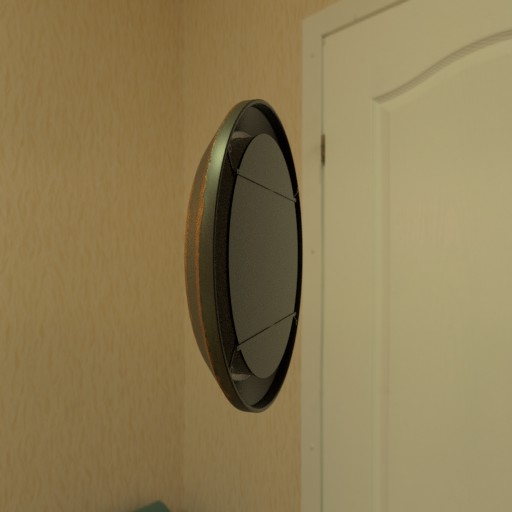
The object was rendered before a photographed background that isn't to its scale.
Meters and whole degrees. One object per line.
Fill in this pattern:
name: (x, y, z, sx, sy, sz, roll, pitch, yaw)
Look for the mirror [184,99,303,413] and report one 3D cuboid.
mirror: (0.000, 0.000, 1.367, 0.111, 0.907, 0.907, 0, 1, 18)
